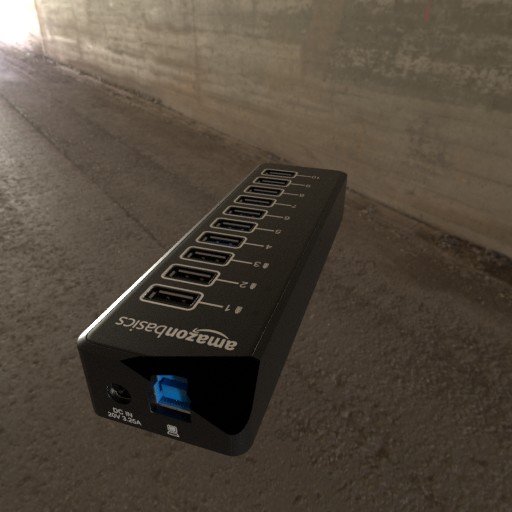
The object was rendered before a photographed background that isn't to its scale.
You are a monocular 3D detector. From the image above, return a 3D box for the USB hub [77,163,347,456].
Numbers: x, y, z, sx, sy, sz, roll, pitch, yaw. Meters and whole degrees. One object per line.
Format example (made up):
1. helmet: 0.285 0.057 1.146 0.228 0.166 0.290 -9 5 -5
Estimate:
1. USB hub: 0.000 0.000 0.163 0.044 0.023 0.145 10 31 16
